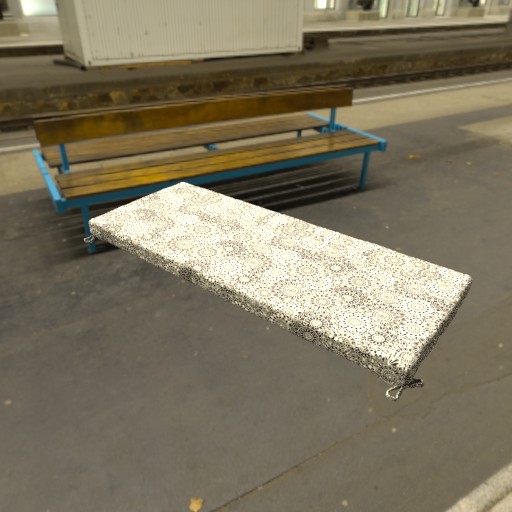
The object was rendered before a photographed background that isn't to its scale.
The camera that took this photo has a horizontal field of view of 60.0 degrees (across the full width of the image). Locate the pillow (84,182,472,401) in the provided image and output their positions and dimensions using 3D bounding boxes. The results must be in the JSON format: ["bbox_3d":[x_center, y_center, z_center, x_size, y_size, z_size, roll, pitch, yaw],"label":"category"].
[{"bbox_3d":[0.000,0.000,1.370,1.187,0.081,0.492,22,37,32],"label":"pillow"}]
